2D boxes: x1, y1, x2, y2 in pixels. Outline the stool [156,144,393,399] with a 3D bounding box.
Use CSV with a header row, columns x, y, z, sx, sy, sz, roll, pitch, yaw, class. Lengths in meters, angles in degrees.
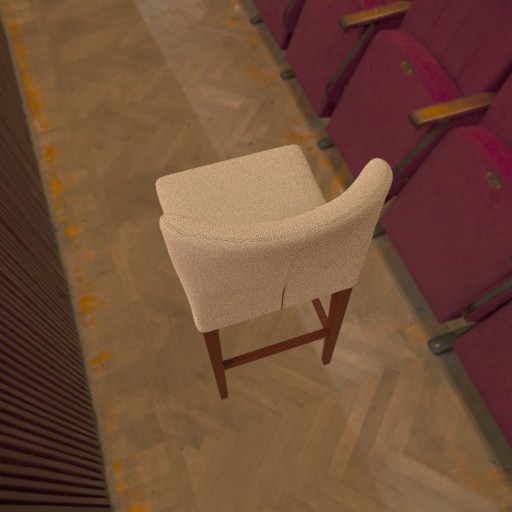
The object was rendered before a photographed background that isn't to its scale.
x,y,z,sx,sy,sz,roll,pitch,yaw,class
0.000,0.000,1.358,0.481,1.069,0.568,-16,61,-9,stool
